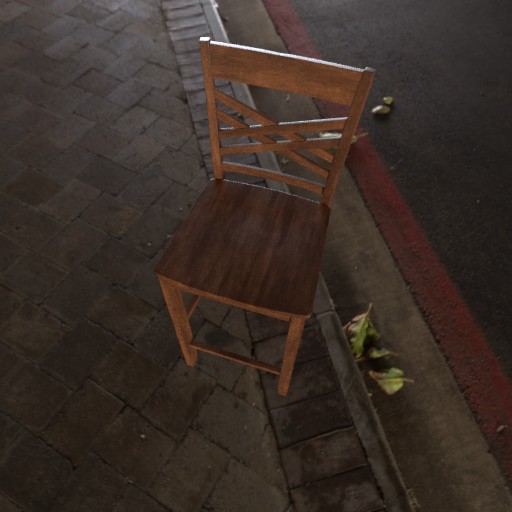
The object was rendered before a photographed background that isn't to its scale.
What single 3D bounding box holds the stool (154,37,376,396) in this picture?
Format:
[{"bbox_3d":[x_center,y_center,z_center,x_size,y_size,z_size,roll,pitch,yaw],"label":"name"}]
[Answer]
[{"bbox_3d":[0.000,0.000,1.396,0.433,1.105,0.487,15,58,10],"label":"stool"}]
